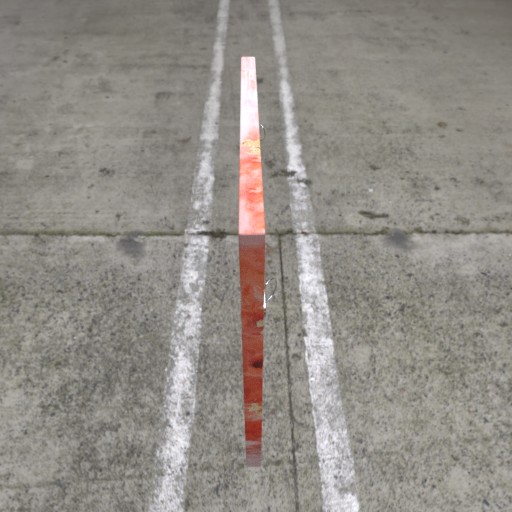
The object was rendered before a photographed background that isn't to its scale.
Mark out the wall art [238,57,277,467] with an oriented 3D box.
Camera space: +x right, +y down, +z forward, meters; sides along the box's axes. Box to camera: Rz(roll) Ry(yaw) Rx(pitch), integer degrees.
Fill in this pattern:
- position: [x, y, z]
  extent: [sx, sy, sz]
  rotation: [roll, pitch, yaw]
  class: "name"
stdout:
- position: [0.000, 0.000, 1.137]
  extent: [0.064, 0.746, 0.747]
  rotation: [-1, 42, -1]
  class: "wall art"
